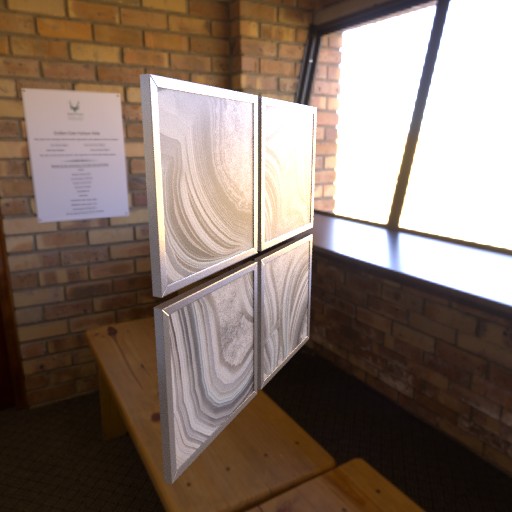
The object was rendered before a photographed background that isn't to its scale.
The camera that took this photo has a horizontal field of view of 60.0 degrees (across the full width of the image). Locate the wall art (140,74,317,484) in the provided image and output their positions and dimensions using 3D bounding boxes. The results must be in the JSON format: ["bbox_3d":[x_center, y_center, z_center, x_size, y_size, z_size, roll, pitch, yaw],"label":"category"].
[{"bbox_3d":[0.000,0.000,1.642,0.029,1.118,1.118,7,16,27],"label":"wall art"}]
